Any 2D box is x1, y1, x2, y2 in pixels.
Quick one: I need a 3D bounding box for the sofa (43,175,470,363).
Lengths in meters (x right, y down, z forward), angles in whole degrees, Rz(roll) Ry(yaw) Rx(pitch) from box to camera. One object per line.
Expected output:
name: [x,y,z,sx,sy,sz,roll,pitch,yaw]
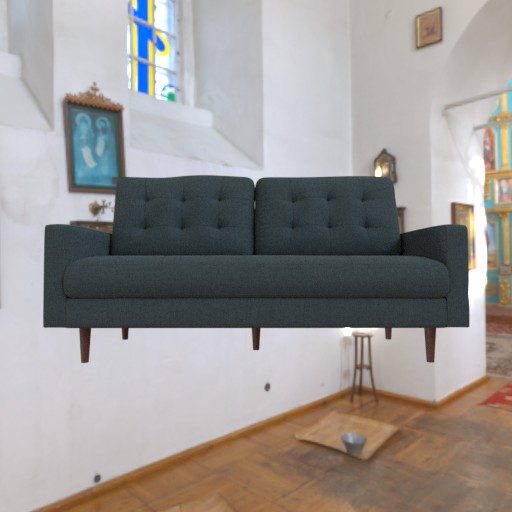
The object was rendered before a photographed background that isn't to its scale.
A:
sofa: [0.000,0.000,2.529,2.010,1.050,0.966,0,-1,0]
